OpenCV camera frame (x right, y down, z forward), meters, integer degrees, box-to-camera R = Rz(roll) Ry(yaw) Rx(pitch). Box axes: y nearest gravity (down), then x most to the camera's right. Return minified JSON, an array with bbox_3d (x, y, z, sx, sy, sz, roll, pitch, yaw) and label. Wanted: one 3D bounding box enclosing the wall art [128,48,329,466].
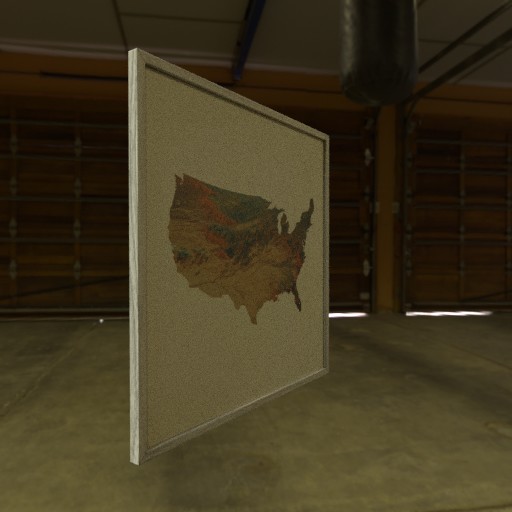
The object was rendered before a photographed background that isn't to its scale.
[{"bbox_3d":[0.000,0.000,0.748,0.016,0.507,0.508,1,1,36],"label":"wall art"}]
